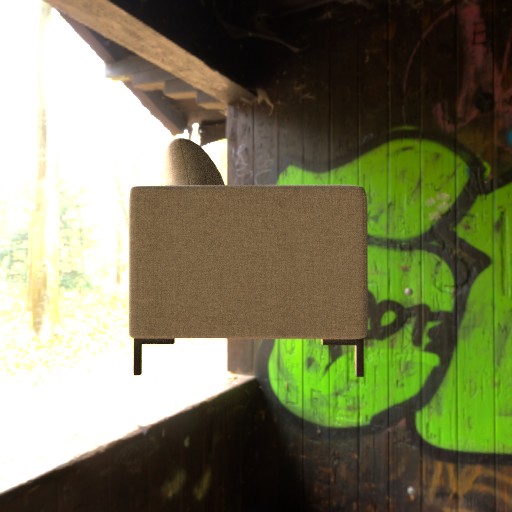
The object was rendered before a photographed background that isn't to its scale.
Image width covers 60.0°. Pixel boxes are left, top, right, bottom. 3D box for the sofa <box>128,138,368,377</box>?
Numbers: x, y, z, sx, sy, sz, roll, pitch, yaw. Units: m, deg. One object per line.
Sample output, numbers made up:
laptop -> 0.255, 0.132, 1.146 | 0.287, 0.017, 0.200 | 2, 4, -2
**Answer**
sofa -> 0.000, 0.000, 2.637 | 0.859, 0.874, 2.218 | 0, -1, 1
